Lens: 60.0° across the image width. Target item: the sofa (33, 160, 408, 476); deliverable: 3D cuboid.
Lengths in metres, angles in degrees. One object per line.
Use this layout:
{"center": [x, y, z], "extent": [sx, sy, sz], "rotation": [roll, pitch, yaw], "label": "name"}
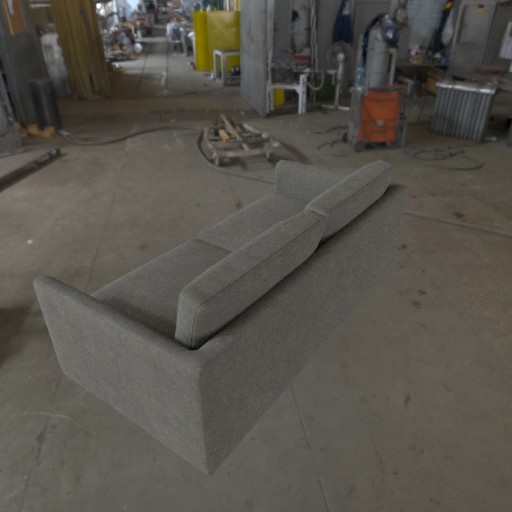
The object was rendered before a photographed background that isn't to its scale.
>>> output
{"center": [0.000, 0.000, 2.758], "extent": [1.092, 0.838, 2.257], "rotation": [20, 36, 30], "label": "sofa"}
